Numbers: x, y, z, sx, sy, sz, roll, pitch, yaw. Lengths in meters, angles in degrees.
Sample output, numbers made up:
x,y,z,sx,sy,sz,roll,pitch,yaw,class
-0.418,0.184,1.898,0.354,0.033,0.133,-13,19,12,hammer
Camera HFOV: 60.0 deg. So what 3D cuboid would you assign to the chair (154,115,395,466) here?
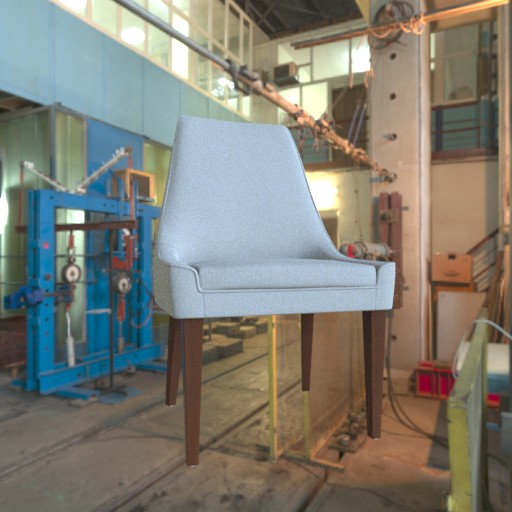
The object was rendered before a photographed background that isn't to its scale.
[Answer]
x,y,z,sx,sy,sz,roll,pitch,yaw,class
0.000,0.000,1.196,0.529,0.861,0.544,0,0,-18,chair
